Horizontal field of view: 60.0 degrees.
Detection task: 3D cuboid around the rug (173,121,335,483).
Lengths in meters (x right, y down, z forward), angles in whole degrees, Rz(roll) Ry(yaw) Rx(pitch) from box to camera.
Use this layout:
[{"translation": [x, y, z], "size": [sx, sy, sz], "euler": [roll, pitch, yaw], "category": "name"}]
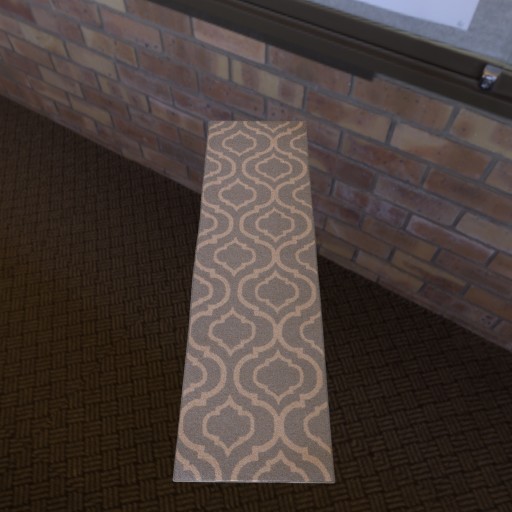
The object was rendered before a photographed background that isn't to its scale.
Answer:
[{"translation": [0.000, 0.000, 2.487], "size": [0.684, 0.009, 2.275], "euler": [0, 56, 0], "category": "rug"}]
